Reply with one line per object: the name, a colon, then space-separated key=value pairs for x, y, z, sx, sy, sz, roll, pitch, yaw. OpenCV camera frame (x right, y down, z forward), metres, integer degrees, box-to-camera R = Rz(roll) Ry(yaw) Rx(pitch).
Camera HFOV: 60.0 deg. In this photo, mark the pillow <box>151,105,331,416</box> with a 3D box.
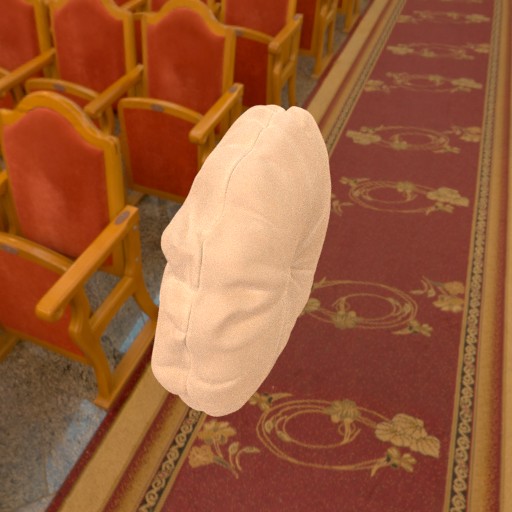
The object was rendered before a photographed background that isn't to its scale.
pillow: x=0.000 y=0.000 z=0.627 sx=0.148 sy=0.407 sz=0.428 roll=16 pitch=48 yaw=15
